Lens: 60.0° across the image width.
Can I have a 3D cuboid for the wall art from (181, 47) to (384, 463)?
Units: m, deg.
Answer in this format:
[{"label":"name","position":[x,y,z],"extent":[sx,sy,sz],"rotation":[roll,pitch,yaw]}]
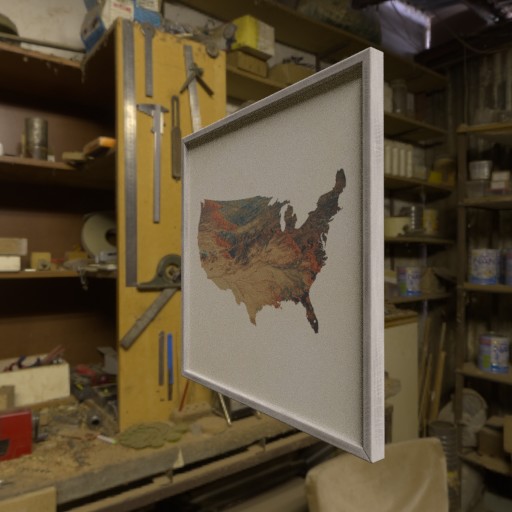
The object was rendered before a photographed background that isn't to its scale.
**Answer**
[{"label":"wall art","position":[0.000,0.000,0.448],"extent":[0.015,0.303,0.303],"rotation":[0,-1,-36]}]
